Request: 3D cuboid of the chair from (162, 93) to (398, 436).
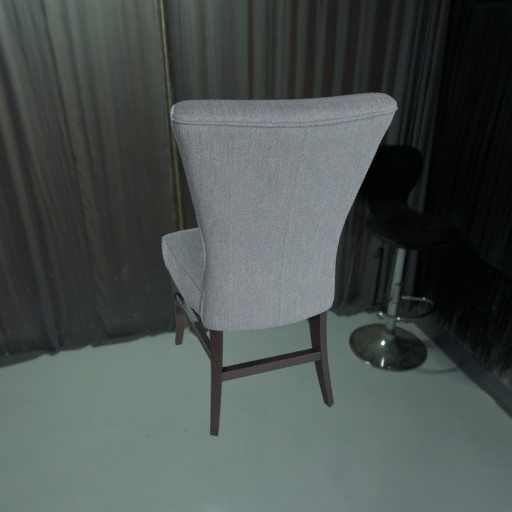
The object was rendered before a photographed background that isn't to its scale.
[{"bbox_3d":[0.000,0.000,1.376,0.520,0.991,0.660,-8,28,-16],"label":"chair"}]
